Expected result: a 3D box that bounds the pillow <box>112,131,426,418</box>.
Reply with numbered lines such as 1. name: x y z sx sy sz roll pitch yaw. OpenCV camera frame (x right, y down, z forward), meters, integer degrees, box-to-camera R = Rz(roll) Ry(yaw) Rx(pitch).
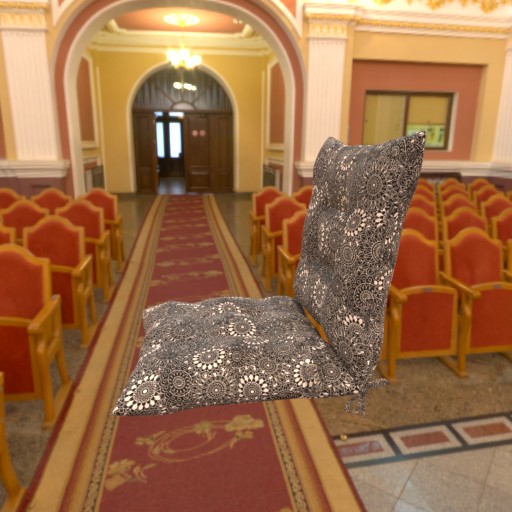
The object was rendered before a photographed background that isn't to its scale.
1. pillow: 0.000 0.000 1.007 0.585 0.536 0.541 -2 15 -8
